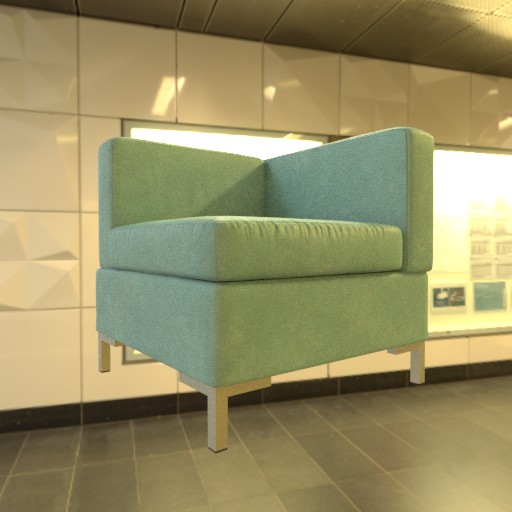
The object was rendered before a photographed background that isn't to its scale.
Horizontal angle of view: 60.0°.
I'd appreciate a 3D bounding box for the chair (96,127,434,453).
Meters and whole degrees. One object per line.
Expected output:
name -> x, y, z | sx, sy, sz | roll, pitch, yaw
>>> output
chair -> 0.000, 0.000, 1.191 | 0.680, 0.660, 0.680 | -1, 2, -37
